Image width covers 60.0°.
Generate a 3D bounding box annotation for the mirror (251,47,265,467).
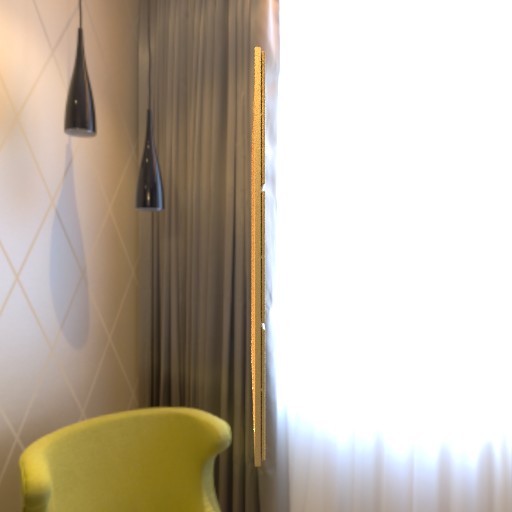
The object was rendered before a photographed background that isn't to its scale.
[{"bbox_3d":[0.000,0.000,1.484,0.023,0.926,1.011,0,0,-1],"label":"mirror"}]
